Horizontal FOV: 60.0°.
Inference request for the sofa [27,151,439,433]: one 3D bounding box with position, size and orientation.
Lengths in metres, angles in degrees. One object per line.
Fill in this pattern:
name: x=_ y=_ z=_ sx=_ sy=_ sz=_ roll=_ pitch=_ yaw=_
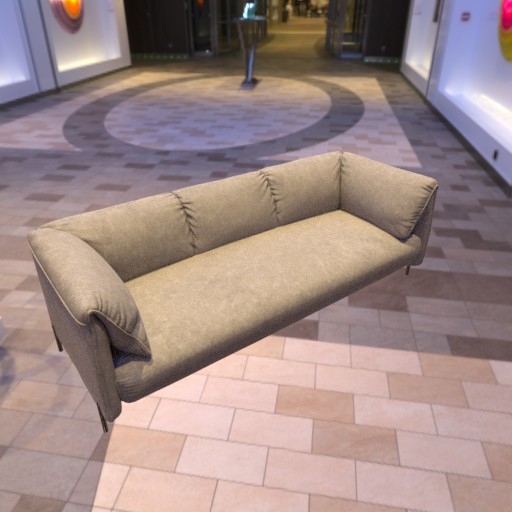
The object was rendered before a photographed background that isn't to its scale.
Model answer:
sofa: x=0.000 y=0.000 z=2.611 sx=2.238 sy=0.758 sz=0.899 roll=-21 pitch=36 yaw=-32
